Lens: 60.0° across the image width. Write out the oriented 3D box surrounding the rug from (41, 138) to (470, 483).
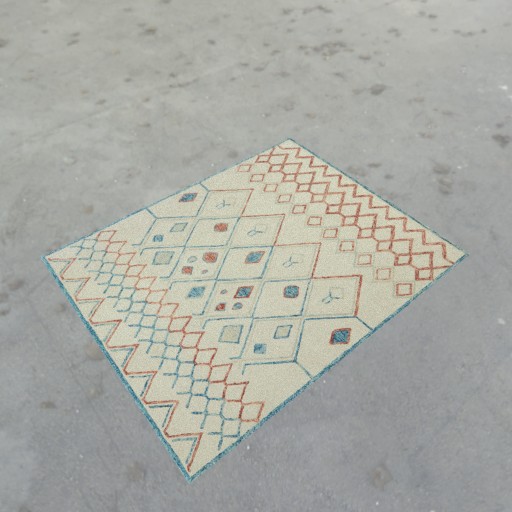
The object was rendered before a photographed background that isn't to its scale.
[{"bbox_3d":[0.000,0.000,4.028,3.050,0.016,2.441,-31,55,-25],"label":"rug"}]
